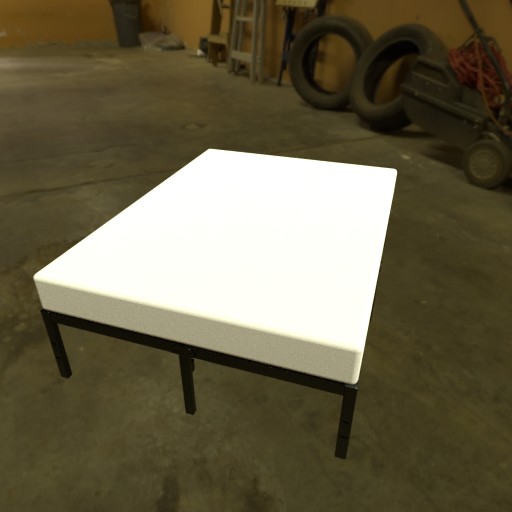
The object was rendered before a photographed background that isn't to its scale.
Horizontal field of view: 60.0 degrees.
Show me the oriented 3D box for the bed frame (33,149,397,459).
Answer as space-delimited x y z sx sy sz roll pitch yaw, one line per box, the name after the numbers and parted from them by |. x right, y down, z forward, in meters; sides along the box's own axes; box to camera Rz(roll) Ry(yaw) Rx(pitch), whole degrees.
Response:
0.000 0.000 2.859 1.557 0.659 2.072 10 33 16 | bed frame
